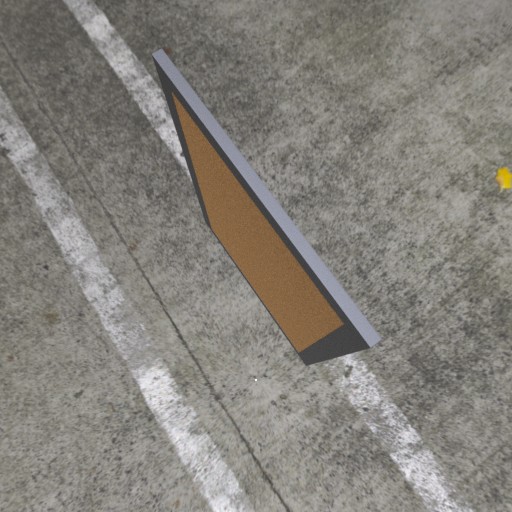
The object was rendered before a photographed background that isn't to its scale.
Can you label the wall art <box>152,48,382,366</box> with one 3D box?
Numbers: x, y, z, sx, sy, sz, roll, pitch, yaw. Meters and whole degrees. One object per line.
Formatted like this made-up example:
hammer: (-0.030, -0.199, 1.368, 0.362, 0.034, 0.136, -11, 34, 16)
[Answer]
wall art: (0.000, 0.000, 0.695, 0.013, 0.534, 0.380, -34, 77, -9)
